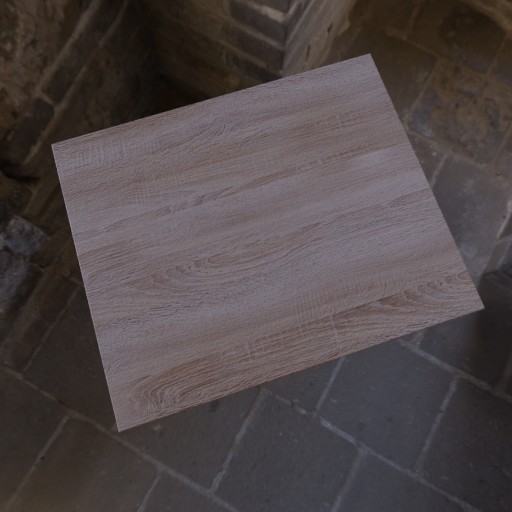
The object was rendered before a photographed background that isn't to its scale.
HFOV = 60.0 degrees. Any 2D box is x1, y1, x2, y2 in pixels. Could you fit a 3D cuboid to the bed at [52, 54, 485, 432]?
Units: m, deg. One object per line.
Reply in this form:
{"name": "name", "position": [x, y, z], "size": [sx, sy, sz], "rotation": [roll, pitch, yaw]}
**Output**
{"name": "bed", "position": [0.000, 0.000, 0.774], "size": [0.460, 0.420, 0.401], "rotation": [-18, 77, -4]}
